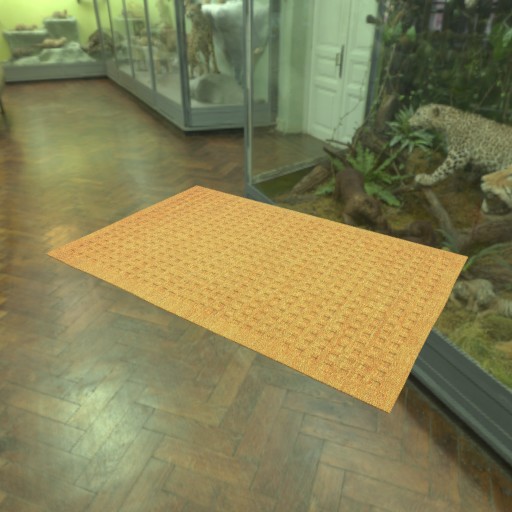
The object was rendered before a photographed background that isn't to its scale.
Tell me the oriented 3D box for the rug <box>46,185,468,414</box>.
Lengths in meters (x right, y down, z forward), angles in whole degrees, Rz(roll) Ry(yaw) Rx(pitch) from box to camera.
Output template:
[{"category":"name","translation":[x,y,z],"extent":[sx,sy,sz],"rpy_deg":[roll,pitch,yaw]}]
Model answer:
[{"category":"rug","translation":[0.000,0.000,2.182],"extent":[1.747,0.006,1.143],"rpy_deg":[19,35,29]}]
